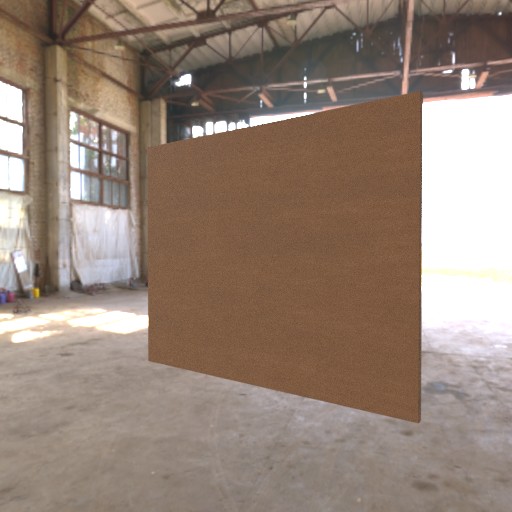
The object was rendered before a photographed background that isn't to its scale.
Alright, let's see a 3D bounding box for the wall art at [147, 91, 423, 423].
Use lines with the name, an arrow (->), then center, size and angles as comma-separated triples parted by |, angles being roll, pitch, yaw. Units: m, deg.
wall art -> 0.000, 0.000, 0.699 | 0.508, 0.408, 0.010 | 1, 1, 37
